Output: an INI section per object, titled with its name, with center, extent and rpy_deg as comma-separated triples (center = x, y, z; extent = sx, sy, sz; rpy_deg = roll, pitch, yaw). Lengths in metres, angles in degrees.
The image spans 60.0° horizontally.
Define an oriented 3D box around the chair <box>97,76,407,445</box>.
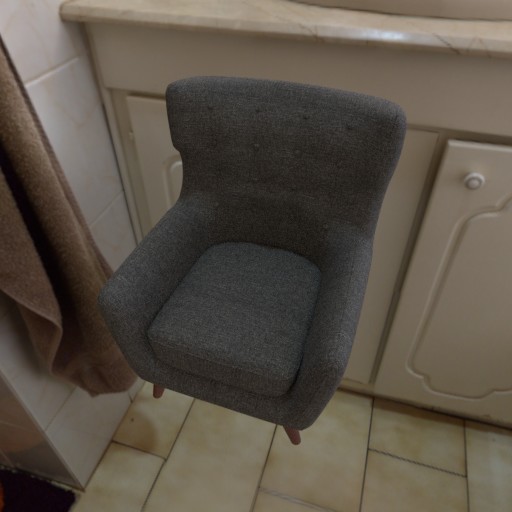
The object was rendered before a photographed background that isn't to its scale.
[chair]
center = 0.000, 0.000, 1.704
extent = 0.878, 1.063, 0.904
rpy_deg = 13, 43, 14
